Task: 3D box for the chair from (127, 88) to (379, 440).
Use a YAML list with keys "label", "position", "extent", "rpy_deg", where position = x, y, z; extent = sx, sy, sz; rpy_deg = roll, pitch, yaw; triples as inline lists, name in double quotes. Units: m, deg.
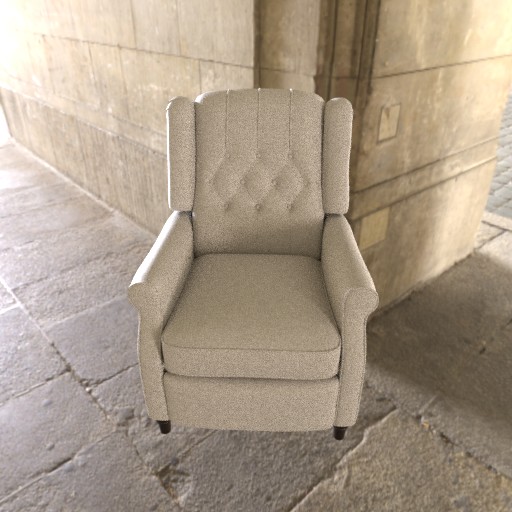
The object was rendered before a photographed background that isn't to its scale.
- label: "chair"
  position: [0.000, 0.000, 1.599]
  extent: [0.742, 1.035, 0.902]
  rpy_deg: [1, 30, 2]
